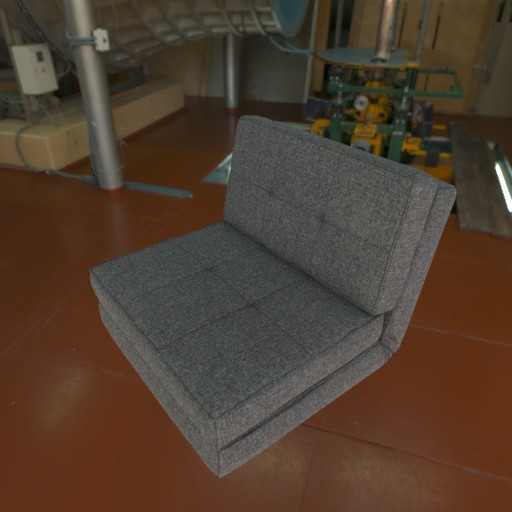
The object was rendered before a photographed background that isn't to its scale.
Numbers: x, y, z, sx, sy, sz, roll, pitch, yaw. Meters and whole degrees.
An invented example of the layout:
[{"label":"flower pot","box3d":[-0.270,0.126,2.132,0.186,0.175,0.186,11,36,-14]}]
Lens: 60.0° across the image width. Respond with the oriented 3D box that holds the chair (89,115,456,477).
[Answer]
[{"label":"chair","box3d":[0.000,0.000,1.315,0.800,0.615,0.740,-22,38,-31]}]
